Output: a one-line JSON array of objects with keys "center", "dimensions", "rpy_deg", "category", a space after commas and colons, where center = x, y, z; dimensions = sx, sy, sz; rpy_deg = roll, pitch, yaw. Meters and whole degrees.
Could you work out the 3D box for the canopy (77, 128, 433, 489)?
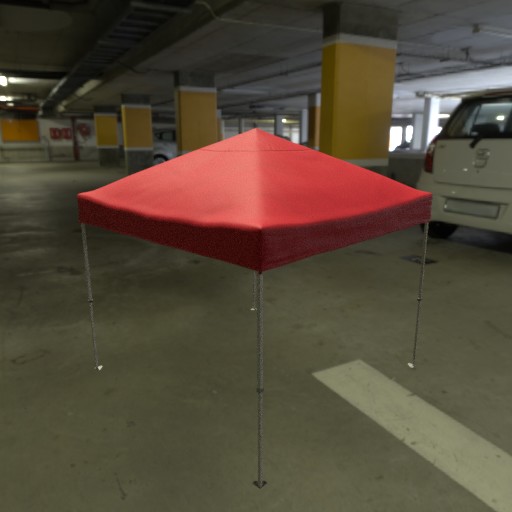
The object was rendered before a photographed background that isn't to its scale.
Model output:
[{"center": [0.000, 0.000, 5.408], "dimensions": [2.996, 2.997, 2.998], "rpy_deg": [14, 20, 42], "category": "canopy"}]
